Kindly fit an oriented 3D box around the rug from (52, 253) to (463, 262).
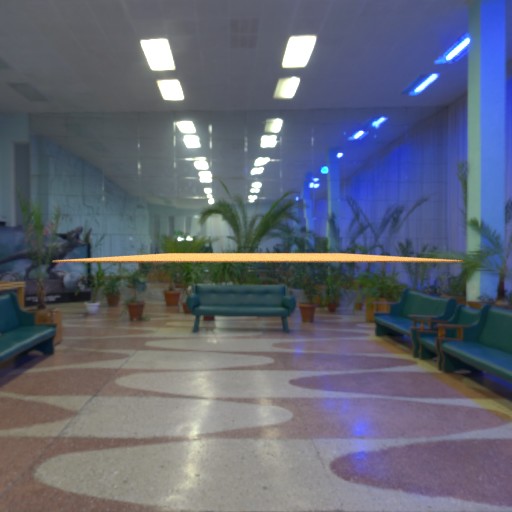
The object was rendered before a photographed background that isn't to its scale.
[{"bbox_3d":[0.000,0.000,2.787,1.524,0.006,2.285,0,1,0],"label":"rug"}]
